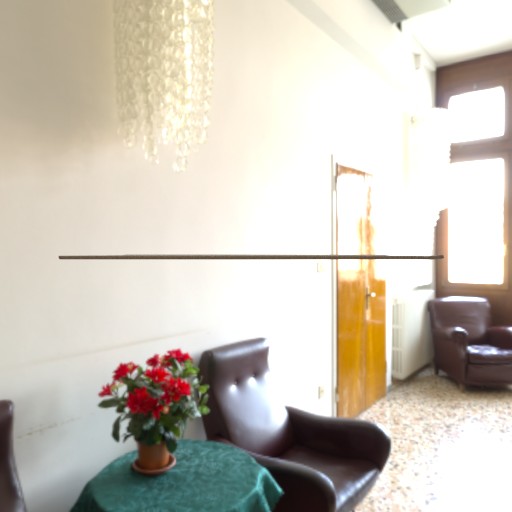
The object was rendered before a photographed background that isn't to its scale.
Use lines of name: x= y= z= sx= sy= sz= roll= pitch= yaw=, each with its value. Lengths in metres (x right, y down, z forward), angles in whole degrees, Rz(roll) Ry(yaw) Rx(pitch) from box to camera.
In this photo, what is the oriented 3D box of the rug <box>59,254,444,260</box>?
rug: x=0.000 y=0.000 z=2.901 sx=1.540 sy=0.021 sz=2.290 roll=0 pitch=0 yaw=2
